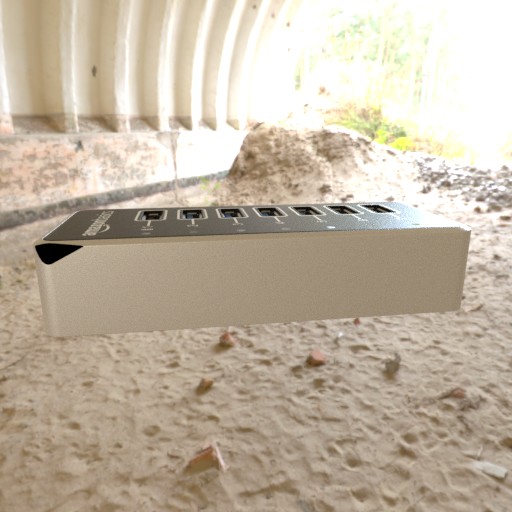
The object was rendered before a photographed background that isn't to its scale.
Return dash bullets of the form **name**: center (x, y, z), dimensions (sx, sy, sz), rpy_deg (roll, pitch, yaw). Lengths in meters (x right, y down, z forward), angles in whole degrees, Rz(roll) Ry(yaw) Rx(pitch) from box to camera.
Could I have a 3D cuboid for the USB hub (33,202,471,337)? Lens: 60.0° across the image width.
- **USB hub**: center (0.000, 0.000, 0.130), dimensions (0.110, 0.023, 0.044), rpy_deg (-2, 16, -8)
